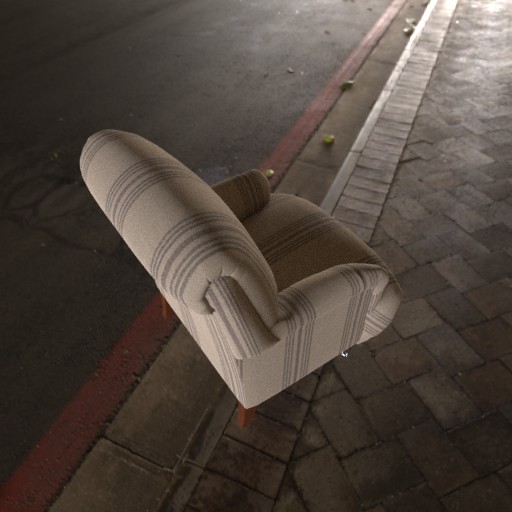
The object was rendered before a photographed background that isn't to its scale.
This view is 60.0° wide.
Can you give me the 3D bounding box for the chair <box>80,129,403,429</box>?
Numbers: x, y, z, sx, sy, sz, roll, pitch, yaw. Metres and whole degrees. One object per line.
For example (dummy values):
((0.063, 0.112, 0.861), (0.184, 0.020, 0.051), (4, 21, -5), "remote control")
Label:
((0.000, 0.000, 1.610), (0.914, 0.940, 0.813), (-25, 48, -25), "chair")
